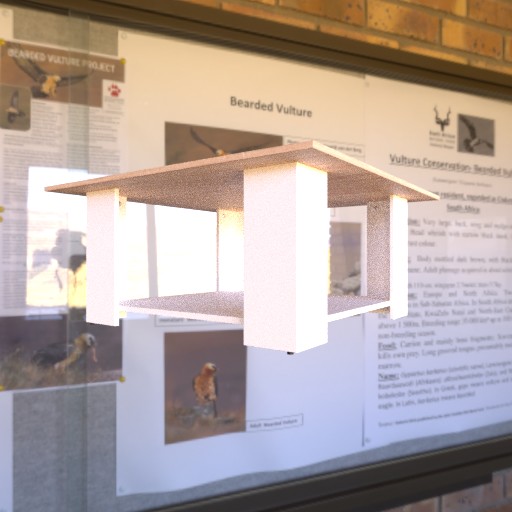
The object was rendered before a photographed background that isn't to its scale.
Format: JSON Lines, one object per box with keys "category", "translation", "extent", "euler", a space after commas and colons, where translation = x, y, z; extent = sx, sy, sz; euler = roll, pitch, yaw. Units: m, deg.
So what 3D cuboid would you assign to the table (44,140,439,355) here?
{"category": "table", "translation": [0.000, 0.000, 1.053], "extent": [0.670, 0.305, 0.670], "euler": [0, 0, 36]}
